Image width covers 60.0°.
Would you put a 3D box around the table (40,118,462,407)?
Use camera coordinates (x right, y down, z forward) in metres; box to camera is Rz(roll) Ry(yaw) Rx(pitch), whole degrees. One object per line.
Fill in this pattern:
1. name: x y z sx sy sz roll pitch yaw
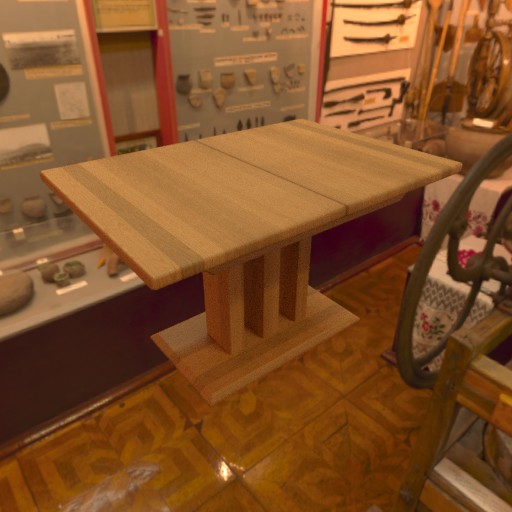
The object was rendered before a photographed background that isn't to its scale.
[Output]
1. table: 0.000 0.000 1.839 1.300 0.770 0.900 -22 37 -32
